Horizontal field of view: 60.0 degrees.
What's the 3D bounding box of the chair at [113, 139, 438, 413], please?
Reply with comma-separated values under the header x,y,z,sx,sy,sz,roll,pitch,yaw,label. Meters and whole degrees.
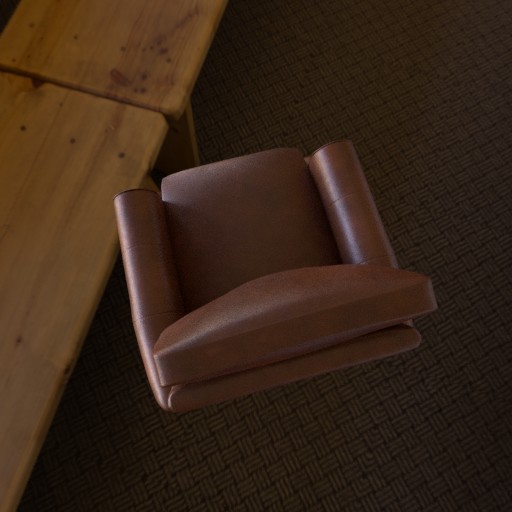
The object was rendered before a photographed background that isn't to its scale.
x,y,z,sx,sy,sz,roll,pitch,yaw,label
0.000,0.000,1.746,0.989,0.972,0.992,-14,75,-4,chair
